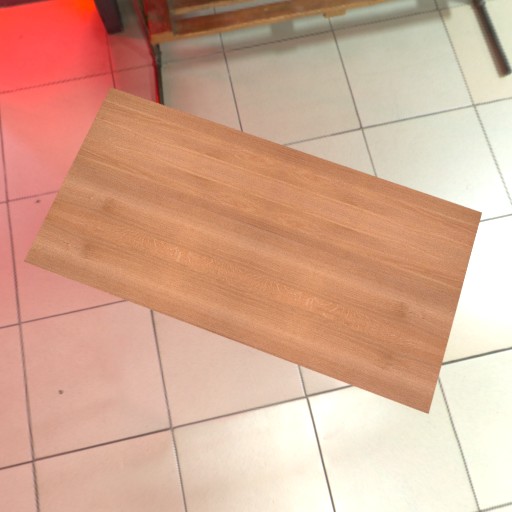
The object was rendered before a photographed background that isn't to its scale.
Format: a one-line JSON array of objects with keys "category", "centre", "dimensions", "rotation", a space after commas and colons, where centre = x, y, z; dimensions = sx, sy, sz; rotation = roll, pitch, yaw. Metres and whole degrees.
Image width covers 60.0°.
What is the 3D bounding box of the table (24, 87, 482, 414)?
[{"category": "table", "centre": [0.000, 0.000, 2.298], "dimensions": [1.800, 0.750, 0.900], "rotation": [20, 78, 4]}]
